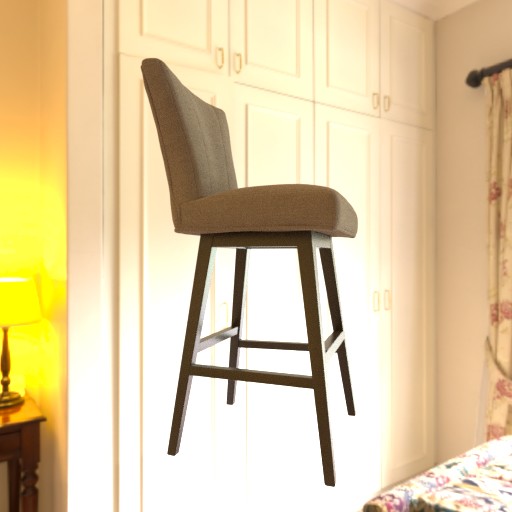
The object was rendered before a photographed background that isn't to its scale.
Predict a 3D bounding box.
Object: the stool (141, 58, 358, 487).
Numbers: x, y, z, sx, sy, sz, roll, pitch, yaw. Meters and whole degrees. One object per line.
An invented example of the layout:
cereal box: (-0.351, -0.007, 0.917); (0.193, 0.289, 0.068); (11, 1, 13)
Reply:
stool: (0.000, 0.000, 1.365); (0.574, 1.086, 0.514); (0, 0, 18)
